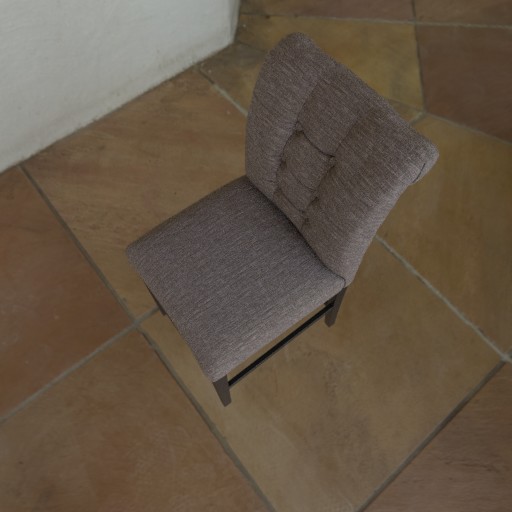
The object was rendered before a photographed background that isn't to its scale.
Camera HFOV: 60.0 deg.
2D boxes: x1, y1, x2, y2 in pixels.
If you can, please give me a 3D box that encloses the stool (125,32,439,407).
[{"bbox_3d":[0.000,0.000,1.279,0.611,0.970,0.457,-33,68,-15],"label":"stool"}]
